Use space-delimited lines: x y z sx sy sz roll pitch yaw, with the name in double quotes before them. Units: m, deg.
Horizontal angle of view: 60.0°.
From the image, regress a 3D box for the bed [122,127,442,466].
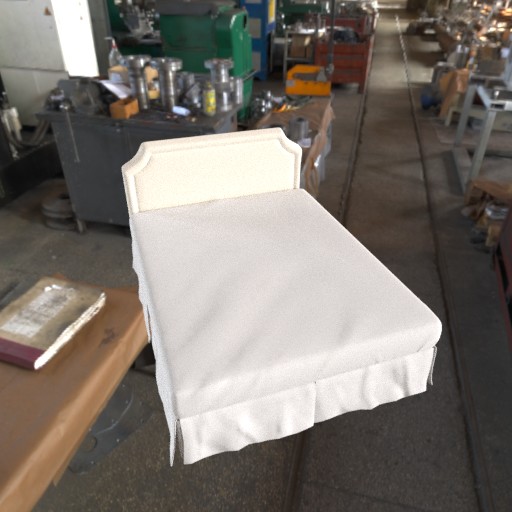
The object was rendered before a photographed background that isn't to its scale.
"bed" 0.000 0.000 3.663 1.977 1.293 2.498 -11 35 -16
